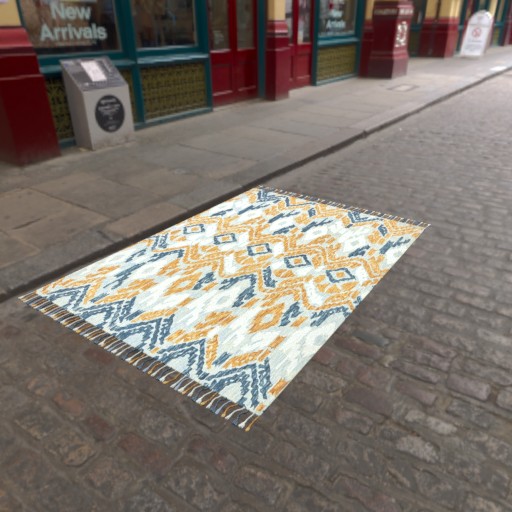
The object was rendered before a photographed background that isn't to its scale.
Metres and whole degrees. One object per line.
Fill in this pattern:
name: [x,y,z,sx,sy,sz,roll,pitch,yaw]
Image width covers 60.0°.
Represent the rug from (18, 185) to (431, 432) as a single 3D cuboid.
rug: [0.000,0.000,2.252,1.230,0.008,1.827,18,33,31]
